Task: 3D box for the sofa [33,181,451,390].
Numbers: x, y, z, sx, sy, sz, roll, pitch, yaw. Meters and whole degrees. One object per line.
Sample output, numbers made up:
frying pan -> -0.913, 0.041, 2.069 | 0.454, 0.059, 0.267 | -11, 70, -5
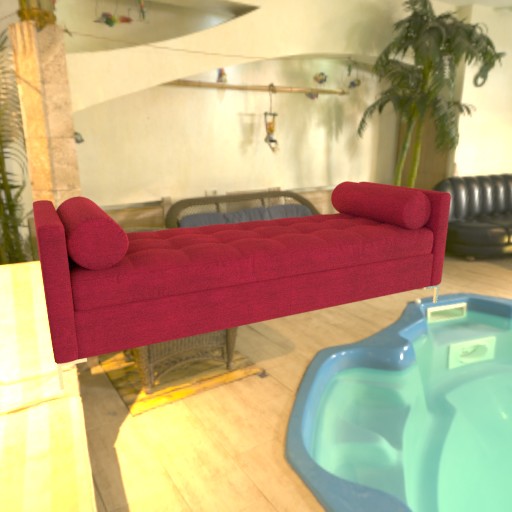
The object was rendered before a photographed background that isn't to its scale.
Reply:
sofa -> 0.000, 0.000, 2.271 | 1.981, 0.635, 0.686 | -8, 17, -26
